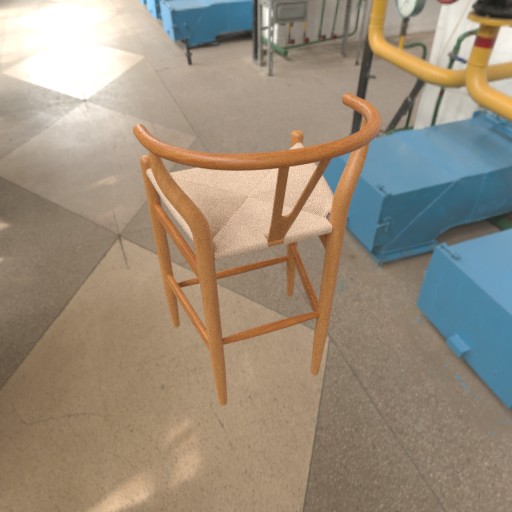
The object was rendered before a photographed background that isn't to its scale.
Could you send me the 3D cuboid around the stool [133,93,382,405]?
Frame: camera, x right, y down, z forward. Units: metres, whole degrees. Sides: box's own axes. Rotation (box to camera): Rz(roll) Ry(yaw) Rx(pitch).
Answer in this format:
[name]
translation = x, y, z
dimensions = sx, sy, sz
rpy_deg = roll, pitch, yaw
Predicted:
[stool]
translation = 0.000, 0.000, 1.335
dimensions = 0.569, 0.970, 0.579
rpy_deg = -14, 43, -15
